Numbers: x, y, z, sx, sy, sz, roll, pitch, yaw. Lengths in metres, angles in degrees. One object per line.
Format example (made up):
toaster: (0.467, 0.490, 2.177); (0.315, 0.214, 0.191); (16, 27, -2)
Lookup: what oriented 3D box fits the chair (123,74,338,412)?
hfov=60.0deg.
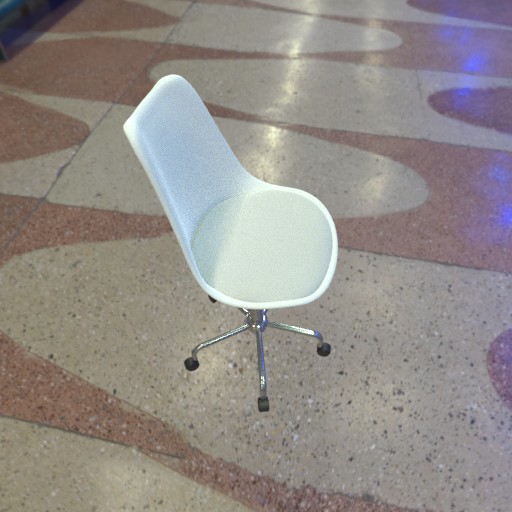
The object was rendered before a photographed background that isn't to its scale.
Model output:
chair: (0.000, 0.000, 1.312); (0.550, 0.930, 0.550); (9, 48, 8)
